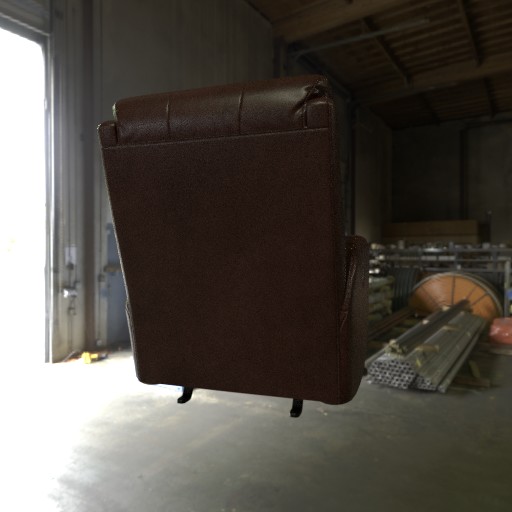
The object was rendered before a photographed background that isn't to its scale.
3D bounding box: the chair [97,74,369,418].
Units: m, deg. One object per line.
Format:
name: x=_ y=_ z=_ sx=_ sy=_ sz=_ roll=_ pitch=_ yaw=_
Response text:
chair: x=0.000 y=0.000 z=1.676 sx=0.787 sy=1.016 sz=0.939 roll=0 pitch=1 yaw=18
